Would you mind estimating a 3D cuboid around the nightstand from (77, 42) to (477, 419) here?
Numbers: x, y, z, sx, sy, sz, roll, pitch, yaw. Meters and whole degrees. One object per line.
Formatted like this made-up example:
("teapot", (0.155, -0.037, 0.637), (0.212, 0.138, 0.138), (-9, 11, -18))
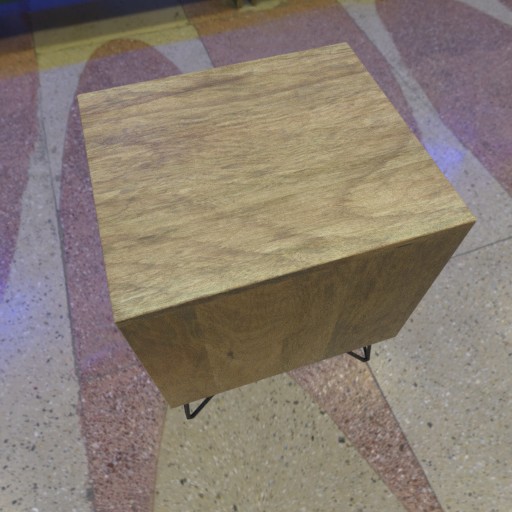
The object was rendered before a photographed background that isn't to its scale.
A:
("nightstand", (0.000, 0.000, 0.859), (0.457, 0.559, 0.406), (-15, 59, -9))
